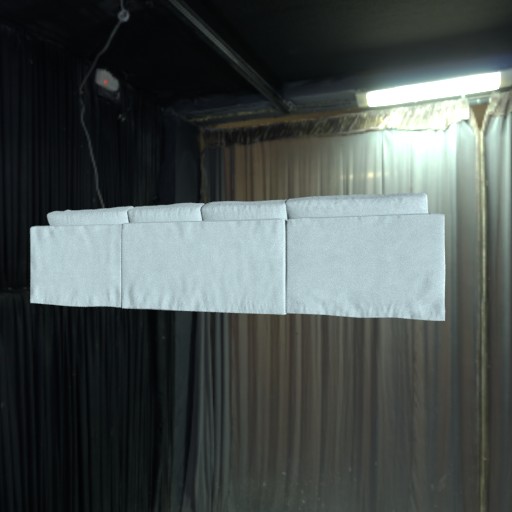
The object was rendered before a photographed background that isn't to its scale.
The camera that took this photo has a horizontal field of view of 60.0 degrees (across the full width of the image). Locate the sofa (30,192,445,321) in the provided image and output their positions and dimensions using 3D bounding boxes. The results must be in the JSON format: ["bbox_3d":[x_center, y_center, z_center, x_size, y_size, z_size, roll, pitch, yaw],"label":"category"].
[{"bbox_3d":[0.000,0.000,4.521,3.434,0.869,2.440,0,-1,19],"label":"sofa"}]
